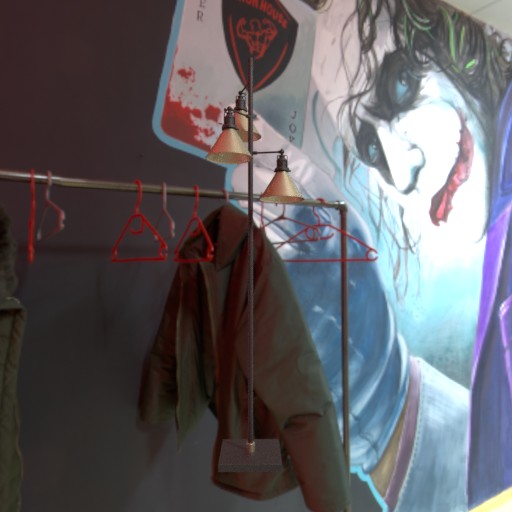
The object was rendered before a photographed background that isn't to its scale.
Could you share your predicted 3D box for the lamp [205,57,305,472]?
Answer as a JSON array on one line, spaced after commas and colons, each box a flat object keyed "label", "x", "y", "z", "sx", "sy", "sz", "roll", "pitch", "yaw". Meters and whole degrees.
[{"label": "lamp", "x": 0.000, "y": 0.000, "z": 1.915, "sx": 0.415, "sy": 1.716, "sz": 0.428, "roll": 0, "pitch": -1, "yaw": -1}]
